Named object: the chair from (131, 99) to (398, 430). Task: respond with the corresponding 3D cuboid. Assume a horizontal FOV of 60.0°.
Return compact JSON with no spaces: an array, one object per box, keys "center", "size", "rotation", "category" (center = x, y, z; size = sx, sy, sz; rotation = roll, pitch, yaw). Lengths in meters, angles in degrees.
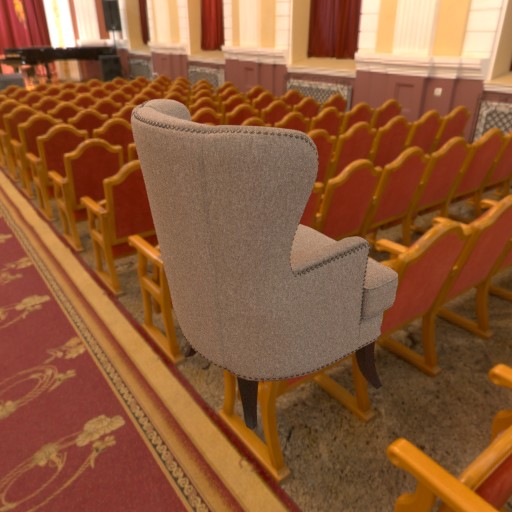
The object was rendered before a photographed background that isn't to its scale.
[{"center":[0.000,0.000,1.625],"size":[0.758,1.060,0.759],"rotation":[-18,32,-31],"category":"chair"}]
